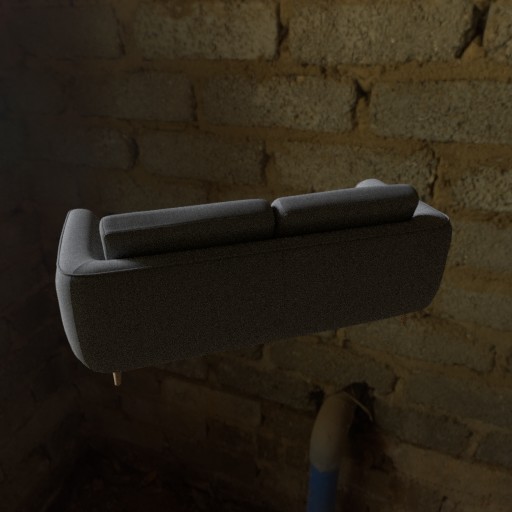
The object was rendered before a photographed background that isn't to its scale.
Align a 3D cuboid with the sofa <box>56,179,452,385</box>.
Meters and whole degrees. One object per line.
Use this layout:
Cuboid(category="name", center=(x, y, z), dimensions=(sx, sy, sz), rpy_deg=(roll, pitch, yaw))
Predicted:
Cuboid(category="sofa", center=(0.000, 0.000, 2.476), dimensions=(2.000, 0.870, 0.920), rpy_deg=(-8, 28, -16))
